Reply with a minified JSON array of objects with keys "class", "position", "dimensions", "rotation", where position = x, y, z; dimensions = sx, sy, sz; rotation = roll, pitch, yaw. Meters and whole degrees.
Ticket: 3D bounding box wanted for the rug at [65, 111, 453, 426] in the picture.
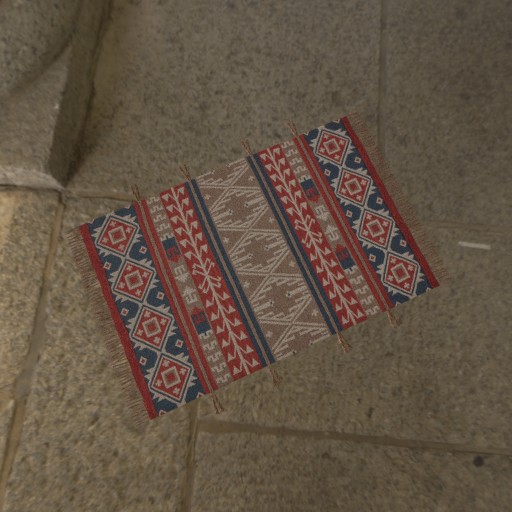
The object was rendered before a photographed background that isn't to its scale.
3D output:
[{"class":"rug","position":[0.000,0.000,3.207],"dimensions":[2.450,0.048,1.778],"rotation":[-24,77,-6]}]
